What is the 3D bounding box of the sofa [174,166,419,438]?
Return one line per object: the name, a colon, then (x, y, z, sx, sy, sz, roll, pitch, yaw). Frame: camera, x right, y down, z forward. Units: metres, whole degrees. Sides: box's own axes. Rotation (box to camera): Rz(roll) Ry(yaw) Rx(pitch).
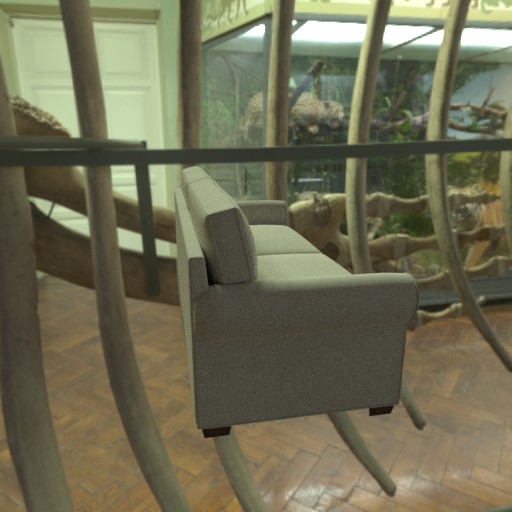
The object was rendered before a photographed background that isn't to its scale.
sofa: (0.000, 0.000, 2.678, 0.901, 0.962, 2.146, -3, 16, -11)
